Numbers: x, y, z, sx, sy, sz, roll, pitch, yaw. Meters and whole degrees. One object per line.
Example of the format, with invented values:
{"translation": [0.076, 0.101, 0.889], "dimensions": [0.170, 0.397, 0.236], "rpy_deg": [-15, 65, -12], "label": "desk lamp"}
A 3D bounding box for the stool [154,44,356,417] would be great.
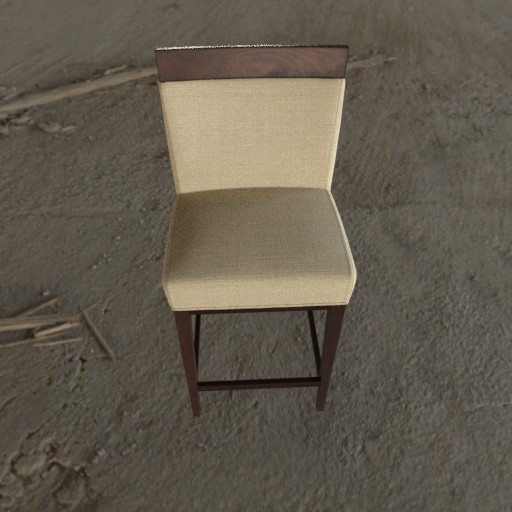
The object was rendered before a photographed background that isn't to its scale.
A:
{"translation": [0.000, 0.000, 1.402], "dimensions": [0.511, 1.117, 0.531], "rpy_deg": [-2, 45, -2], "label": "stool"}
